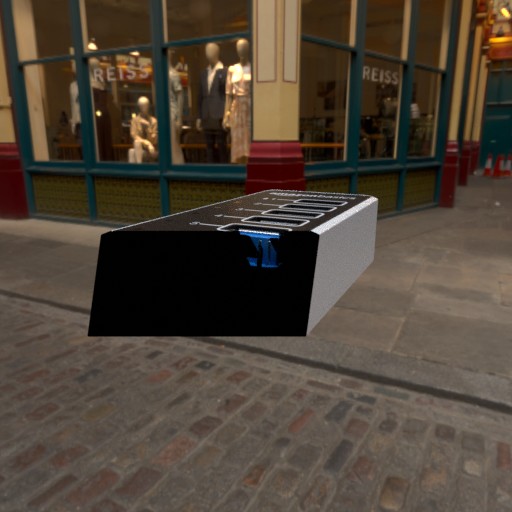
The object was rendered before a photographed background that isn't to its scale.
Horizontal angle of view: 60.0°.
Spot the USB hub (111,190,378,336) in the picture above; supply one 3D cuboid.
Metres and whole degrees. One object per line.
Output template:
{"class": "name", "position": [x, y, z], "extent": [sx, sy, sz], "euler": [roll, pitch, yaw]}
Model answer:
{"class": "USB hub", "position": [0.000, 0.000, 0.123], "extent": [0.044, 0.023, 0.110], "euler": [8, 17, 26]}
